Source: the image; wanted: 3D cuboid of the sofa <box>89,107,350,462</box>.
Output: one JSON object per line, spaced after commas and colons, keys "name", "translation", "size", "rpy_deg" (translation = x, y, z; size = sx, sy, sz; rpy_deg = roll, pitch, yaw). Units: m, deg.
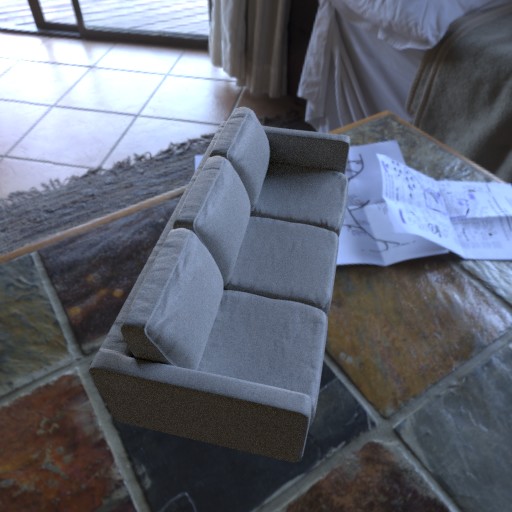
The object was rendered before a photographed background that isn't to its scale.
{"name": "sofa", "translation": [0.000, 0.000, 2.553], "size": [0.944, 0.918, 1.983], "rpy_deg": [9, 47, 9]}
